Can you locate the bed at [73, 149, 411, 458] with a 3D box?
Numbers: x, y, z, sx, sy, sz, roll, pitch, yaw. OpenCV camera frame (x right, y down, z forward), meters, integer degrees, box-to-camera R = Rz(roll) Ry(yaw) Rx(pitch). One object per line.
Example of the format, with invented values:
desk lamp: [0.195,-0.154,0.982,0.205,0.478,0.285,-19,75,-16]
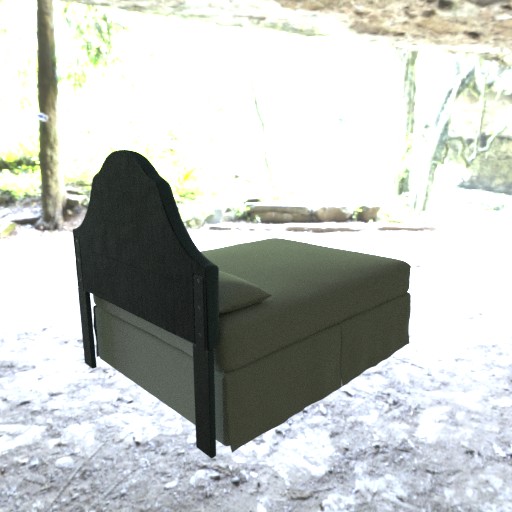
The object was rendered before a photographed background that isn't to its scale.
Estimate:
bed: [0.000,0.000,3.398,2.155,1.575,1.636,-13,18,-43]
